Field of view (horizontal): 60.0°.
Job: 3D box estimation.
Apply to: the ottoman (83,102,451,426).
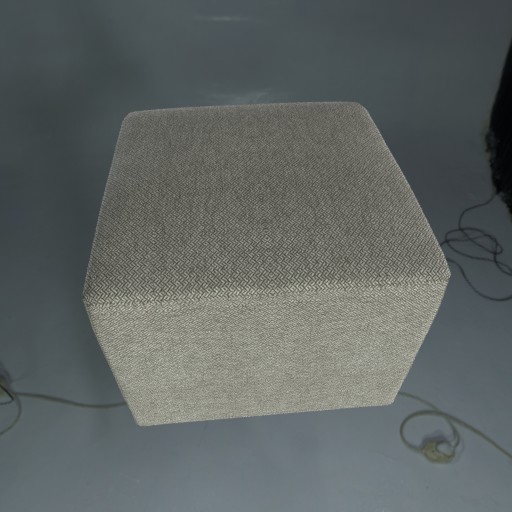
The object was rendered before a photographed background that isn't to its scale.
[{"bbox_3d":[0.000,0.000,0.902,0.519,0.453,0.512,-4,46,-4],"label":"ottoman"}]
